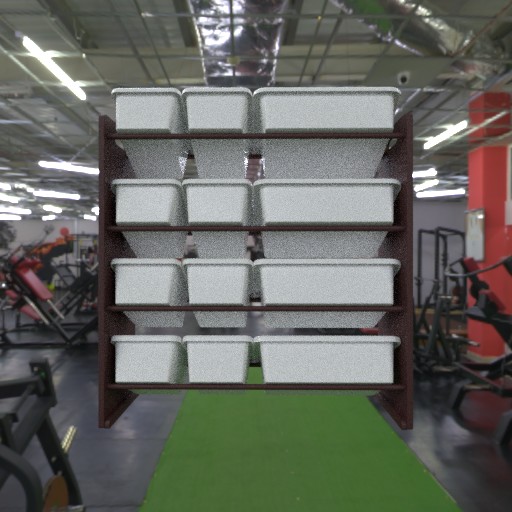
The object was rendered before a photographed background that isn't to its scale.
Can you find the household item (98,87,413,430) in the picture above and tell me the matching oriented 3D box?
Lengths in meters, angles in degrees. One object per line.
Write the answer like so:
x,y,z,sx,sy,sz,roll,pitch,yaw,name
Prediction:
0.000,0.000,1.296,0.787,0.864,0.389,0,0,1,household item
